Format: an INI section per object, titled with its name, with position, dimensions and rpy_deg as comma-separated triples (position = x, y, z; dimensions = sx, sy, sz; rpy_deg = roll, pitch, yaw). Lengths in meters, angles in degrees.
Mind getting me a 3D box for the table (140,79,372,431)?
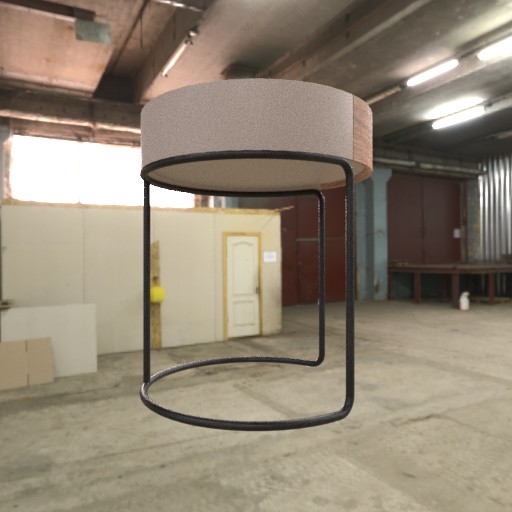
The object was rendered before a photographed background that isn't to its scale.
[table]
position = 0.000, 0.000, 0.885
dimensions = 0.450, 0.530, 0.450
rpy_deg = 0, 0, 0
